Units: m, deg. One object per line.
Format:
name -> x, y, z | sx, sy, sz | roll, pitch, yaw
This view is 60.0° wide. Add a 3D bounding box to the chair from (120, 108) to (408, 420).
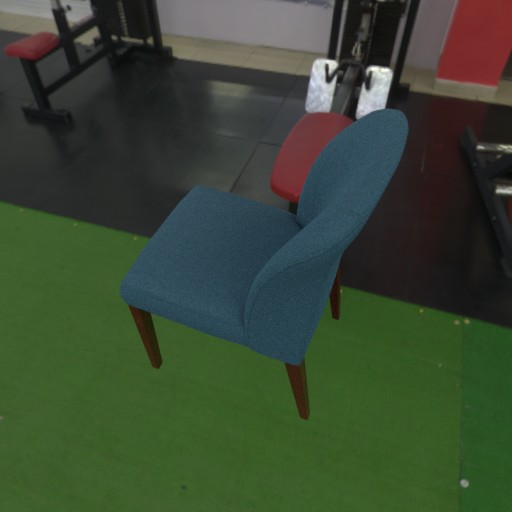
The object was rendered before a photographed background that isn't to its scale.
chair -> 0.000, 0.000, 1.249 | 0.620, 0.879, 0.507 | 15, 49, 14
